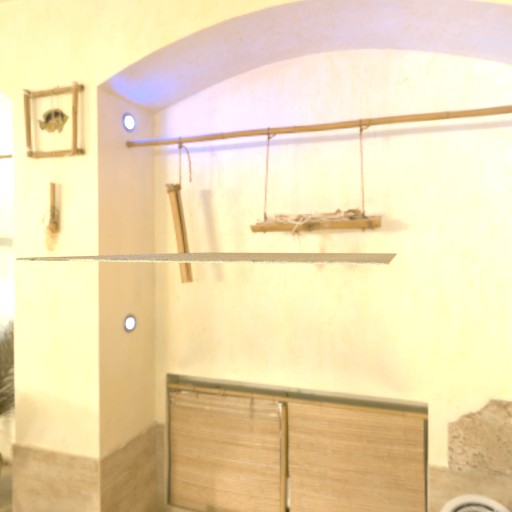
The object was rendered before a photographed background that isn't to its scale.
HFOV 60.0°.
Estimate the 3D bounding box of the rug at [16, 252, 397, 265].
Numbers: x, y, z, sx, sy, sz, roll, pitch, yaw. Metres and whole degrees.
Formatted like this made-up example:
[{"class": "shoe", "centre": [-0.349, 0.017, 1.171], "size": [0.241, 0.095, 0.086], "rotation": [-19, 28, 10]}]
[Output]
[{"class": "rug", "centre": [0.000, 0.000, 4.060], "size": [2.420, 0.019, 3.038], "rotation": [0, 1, 18]}]
